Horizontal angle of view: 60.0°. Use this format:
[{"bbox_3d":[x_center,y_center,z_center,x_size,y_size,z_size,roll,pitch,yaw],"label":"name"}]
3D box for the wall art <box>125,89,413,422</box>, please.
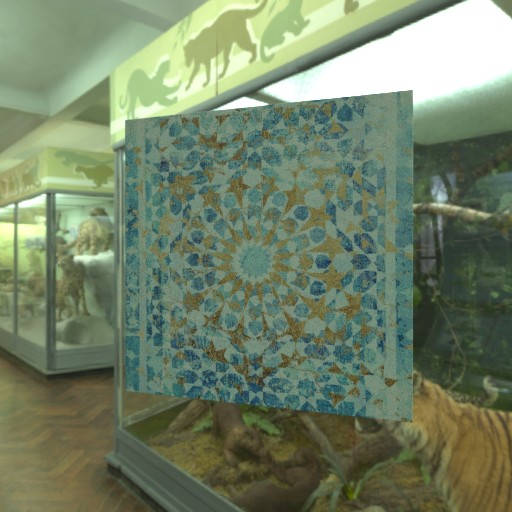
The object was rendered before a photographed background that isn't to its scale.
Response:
[{"bbox_3d":[0.000,0.000,1.374,0.916,0.916,0.040,0,0,18],"label":"wall art"}]
